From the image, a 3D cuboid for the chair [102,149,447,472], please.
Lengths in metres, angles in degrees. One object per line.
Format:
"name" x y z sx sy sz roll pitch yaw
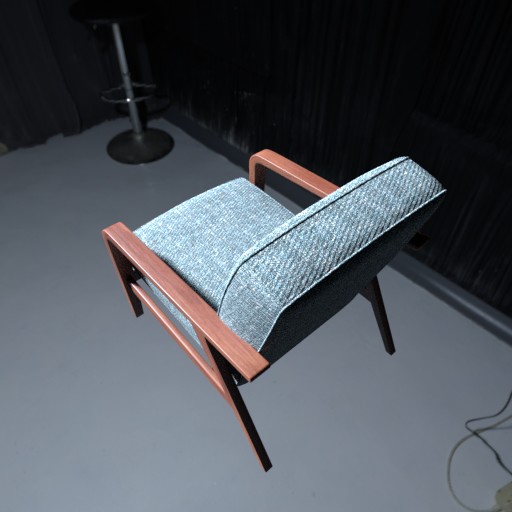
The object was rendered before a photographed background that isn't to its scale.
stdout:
"chair" 0.000 0.000 1.503 0.719 0.864 0.889 -32 55 -26
